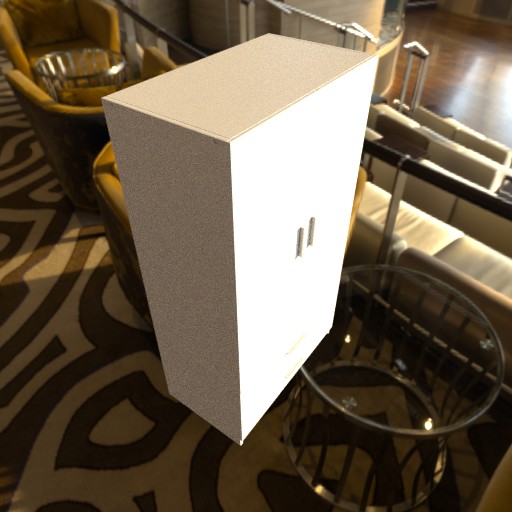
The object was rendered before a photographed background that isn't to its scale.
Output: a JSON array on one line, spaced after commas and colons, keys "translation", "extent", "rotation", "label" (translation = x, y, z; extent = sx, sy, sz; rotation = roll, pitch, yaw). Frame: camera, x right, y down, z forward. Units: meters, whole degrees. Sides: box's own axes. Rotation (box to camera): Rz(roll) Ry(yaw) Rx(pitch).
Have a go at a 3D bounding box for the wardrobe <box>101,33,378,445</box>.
[{"translation": [0.000, 0.000, 2.263], "extent": [0.577, 1.808, 0.991], "rotation": [26, 47, 27], "label": "wardrobe"}]
